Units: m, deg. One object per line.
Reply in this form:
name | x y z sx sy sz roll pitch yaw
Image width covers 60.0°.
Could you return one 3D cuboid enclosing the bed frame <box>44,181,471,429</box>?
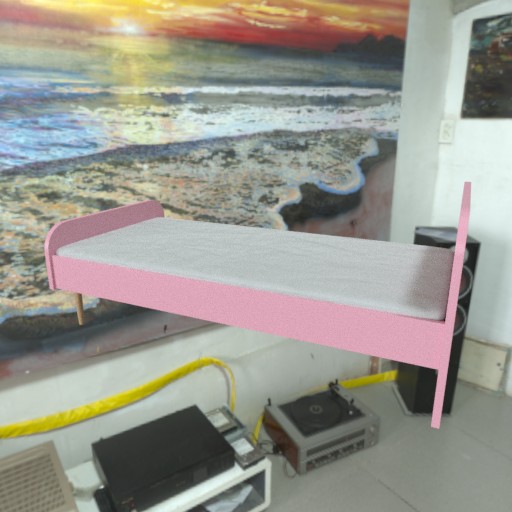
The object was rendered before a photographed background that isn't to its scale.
bed frame | 0.000 0.000 2.350 1.963 0.805 0.998 8 19 24
